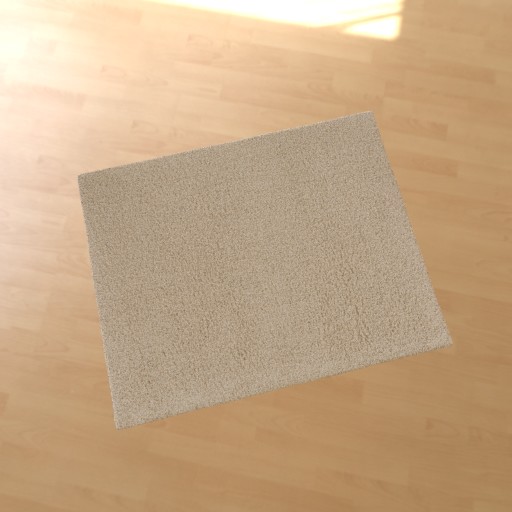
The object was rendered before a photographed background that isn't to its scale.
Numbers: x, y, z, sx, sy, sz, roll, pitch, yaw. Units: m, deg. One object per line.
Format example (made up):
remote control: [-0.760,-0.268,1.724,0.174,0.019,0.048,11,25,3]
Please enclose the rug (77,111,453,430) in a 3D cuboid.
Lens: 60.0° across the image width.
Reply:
rug: [0.000,0.000,4.172,3.047,0.029,2.438,-13,76,-3]
